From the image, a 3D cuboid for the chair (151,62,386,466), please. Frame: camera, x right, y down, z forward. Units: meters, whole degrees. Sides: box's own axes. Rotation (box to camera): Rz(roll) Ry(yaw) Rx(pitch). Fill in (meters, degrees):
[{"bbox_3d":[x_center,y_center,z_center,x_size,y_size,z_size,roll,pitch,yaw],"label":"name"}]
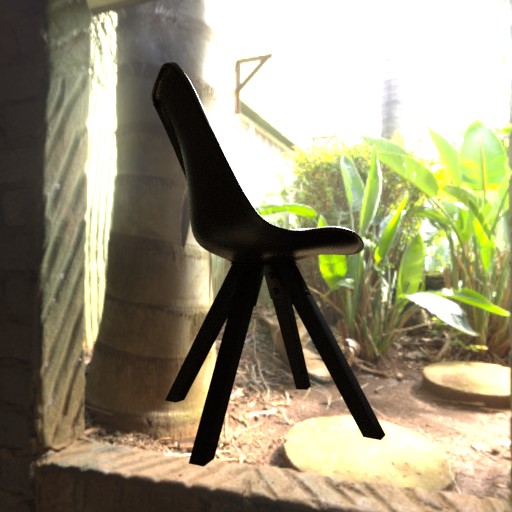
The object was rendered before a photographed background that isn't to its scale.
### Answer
[{"bbox_3d":[0.000,0.000,1.158,0.530,0.850,0.485,0,0,-18],"label":"chair"}]
